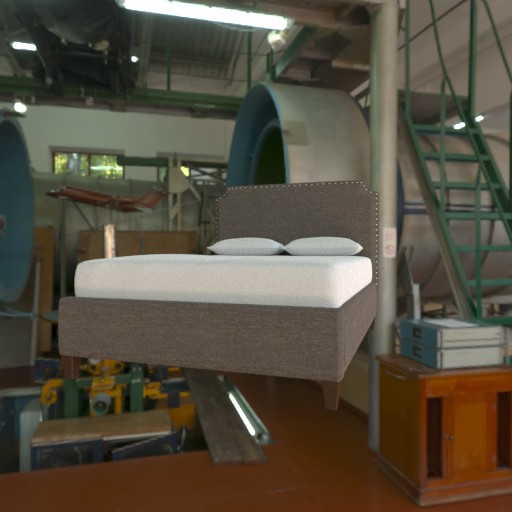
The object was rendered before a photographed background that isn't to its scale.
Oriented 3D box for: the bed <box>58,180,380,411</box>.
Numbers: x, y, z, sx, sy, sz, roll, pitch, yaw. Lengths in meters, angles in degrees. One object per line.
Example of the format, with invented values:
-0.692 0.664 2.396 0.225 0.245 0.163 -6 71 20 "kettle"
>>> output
0.000 0.000 3.476 1.713 1.457 2.381 0 1 19 "bed"
